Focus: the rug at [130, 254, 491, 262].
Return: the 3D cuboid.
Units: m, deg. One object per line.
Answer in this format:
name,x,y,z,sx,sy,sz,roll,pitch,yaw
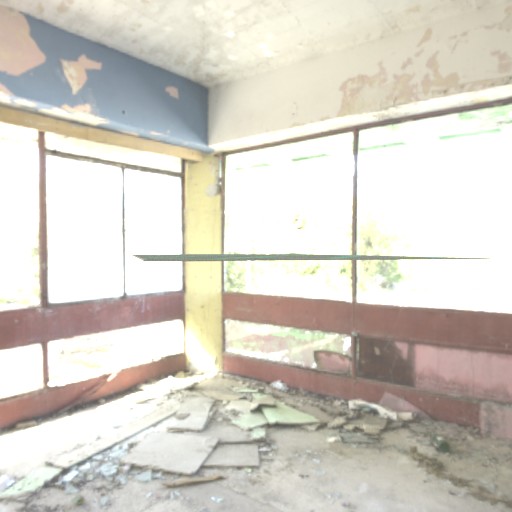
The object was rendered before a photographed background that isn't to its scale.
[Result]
rug,0.000,0.000,2.873,1.524,0.006,2.286,0,1,-17
